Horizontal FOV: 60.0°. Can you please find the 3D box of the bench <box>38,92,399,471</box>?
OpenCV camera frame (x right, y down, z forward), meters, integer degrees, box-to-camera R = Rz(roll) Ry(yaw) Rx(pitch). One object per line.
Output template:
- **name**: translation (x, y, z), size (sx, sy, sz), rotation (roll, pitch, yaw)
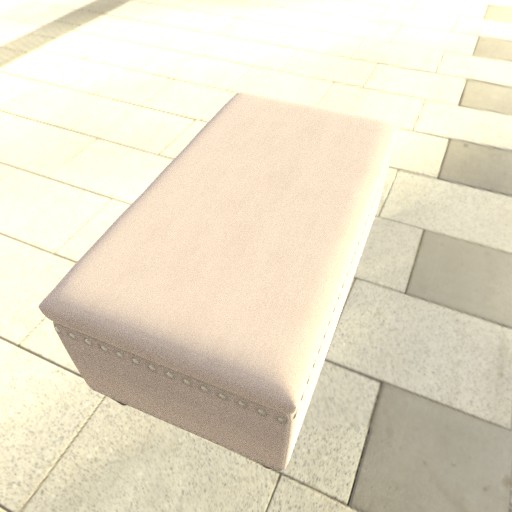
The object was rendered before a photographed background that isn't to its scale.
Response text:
- **bench**: translation (0.000, 0.000, 1.161), size (0.500, 0.449, 0.887), rotation (17, 49, 15)
